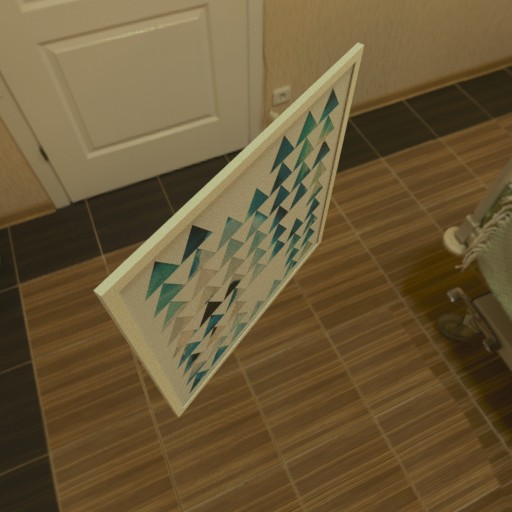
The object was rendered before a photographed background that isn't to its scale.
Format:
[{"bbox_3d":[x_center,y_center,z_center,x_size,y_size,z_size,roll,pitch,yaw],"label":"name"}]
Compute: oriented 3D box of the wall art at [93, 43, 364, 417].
[{"bbox_3d":[0.000,0.000,0.821,0.012,0.557,0.557,32,63,19],"label":"wall art"}]
